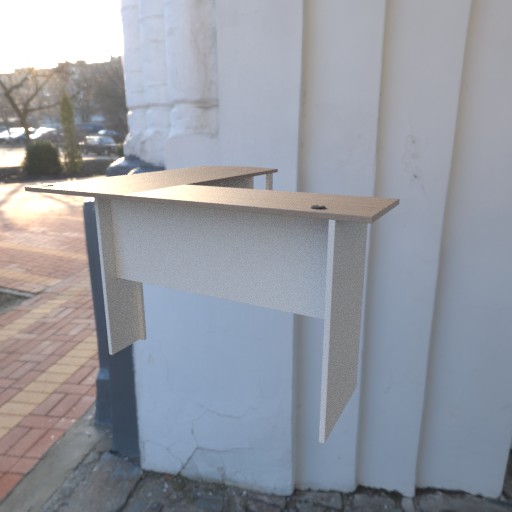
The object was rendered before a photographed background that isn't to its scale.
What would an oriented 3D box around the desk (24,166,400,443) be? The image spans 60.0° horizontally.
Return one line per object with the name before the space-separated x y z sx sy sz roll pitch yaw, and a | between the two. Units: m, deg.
desk | 0.000 0.000 2.076 1.361 0.716 1.303 8 18 27
